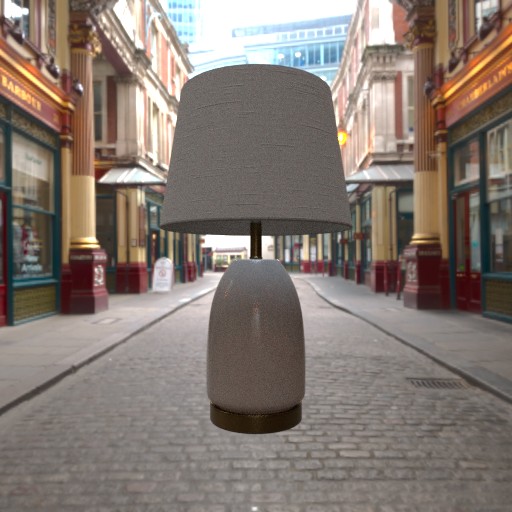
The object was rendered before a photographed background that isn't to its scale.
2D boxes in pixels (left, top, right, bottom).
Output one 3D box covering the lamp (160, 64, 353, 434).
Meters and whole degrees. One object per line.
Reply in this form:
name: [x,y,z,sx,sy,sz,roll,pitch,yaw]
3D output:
lamp: [0.000,0.000,0.669,0.285,0.483,0.285,0,-1,0]
